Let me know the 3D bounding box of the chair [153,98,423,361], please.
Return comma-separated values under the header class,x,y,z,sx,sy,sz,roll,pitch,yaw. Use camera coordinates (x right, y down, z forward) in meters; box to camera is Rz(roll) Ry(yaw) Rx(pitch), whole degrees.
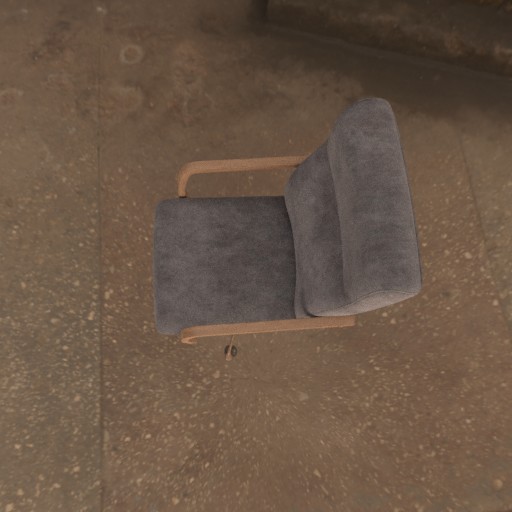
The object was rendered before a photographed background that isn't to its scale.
class,x,y,z,sx,sy,sz,roll,pitch,yaw
chair,0.000,0.000,1.491,0.741,1.029,0.640,-4,75,-1
